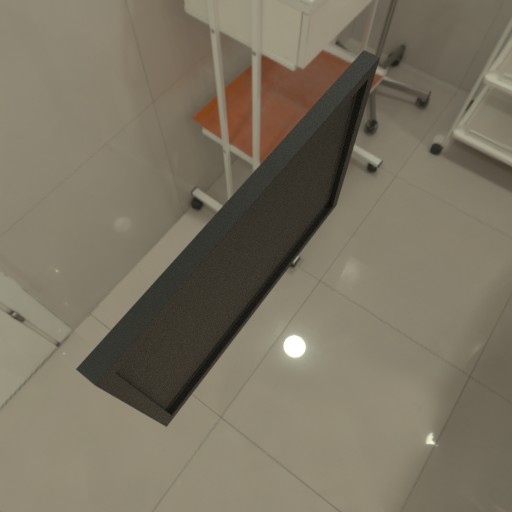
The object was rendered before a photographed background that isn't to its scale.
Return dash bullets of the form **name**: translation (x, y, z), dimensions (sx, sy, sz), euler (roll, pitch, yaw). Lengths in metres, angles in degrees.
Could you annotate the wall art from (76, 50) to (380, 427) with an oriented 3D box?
- **wall art**: translation (0.000, 0.000, 0.553), dimensions (0.021, 0.301, 0.443), euler (33, 68, 15)
